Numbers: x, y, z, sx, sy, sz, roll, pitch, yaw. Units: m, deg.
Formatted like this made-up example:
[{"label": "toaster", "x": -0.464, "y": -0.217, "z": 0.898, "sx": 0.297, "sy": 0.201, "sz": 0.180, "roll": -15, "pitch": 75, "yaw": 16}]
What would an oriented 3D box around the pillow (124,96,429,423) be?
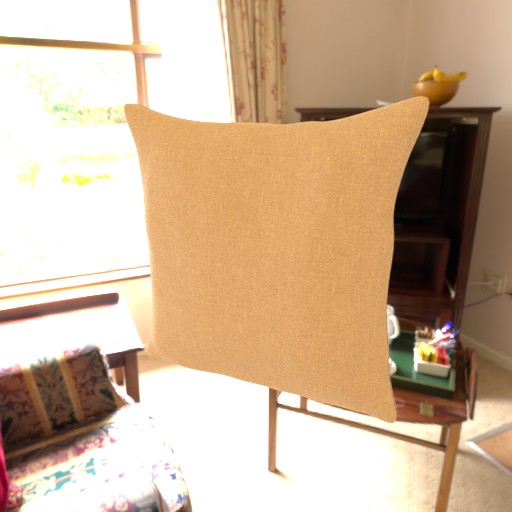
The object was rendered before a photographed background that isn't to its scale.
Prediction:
[{"label": "pillow", "x": 0.000, "y": 0.000, "z": 0.650, "sx": 0.436, "sy": 0.432, "sz": 0.138, "roll": 8, "pitch": 19, "yaw": 24}]
